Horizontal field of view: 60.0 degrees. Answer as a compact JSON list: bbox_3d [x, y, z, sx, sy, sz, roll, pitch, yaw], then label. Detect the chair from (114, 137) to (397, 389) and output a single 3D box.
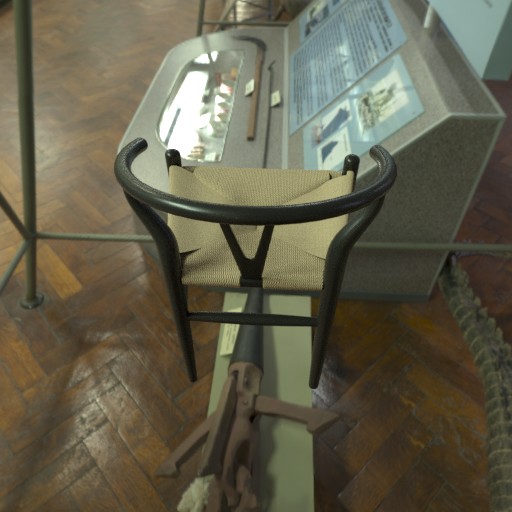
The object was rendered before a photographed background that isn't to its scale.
[{"bbox_3d":[0.000,0.000,1.140,0.570,0.739,0.570,2,45,2],"label":"chair"}]
